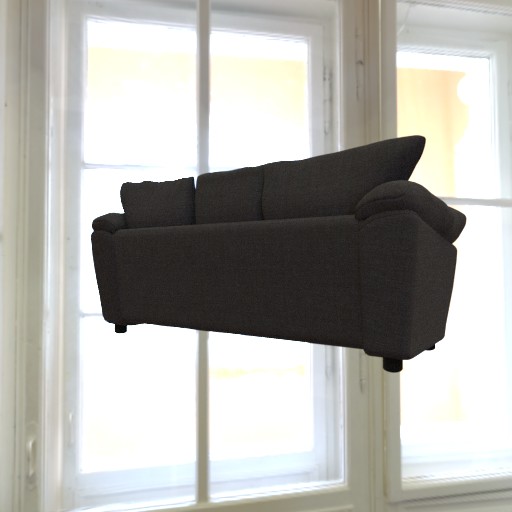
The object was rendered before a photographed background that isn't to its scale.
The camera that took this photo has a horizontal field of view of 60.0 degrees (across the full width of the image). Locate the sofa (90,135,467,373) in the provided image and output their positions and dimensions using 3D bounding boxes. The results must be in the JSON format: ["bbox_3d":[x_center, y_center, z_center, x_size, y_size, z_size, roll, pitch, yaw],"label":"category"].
[{"bbox_3d":[0.000,0.000,2.816,2.336,1.080,0.883,-1,-1,35],"label":"sofa"}]
